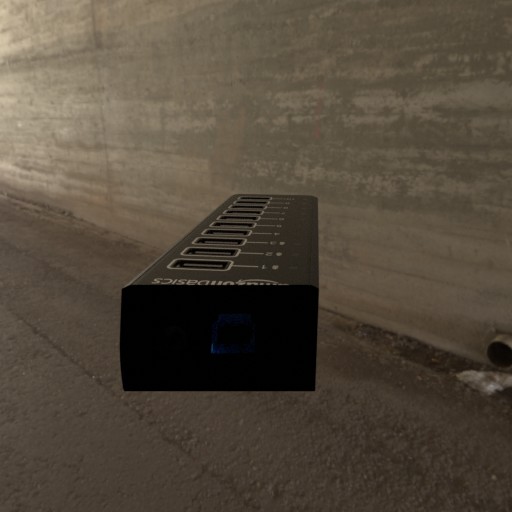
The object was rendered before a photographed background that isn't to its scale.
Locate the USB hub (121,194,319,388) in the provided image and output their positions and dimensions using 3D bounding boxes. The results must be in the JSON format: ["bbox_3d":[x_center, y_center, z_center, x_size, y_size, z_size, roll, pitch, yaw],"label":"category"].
[{"bbox_3d":[0.000,0.000,0.161,0.044,0.023,0.145,2,17,7],"label":"USB hub"}]
